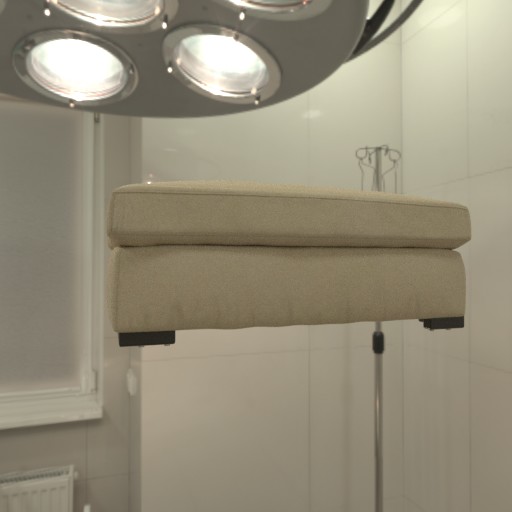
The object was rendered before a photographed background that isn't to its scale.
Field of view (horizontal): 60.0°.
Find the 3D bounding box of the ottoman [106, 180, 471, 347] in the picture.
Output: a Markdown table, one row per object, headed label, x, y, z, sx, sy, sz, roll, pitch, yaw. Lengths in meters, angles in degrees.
| label | x | y | z | sx | sy | sz | roll | pitch | yaw |
| --- | --- | --- | --- | --- | --- | --- | --- | --- | --- |
| ottoman | 0.000 | 0.000 | 1.885 | 1.205 | 0.522 | 1.190 | 0 | -1 | -18 |
